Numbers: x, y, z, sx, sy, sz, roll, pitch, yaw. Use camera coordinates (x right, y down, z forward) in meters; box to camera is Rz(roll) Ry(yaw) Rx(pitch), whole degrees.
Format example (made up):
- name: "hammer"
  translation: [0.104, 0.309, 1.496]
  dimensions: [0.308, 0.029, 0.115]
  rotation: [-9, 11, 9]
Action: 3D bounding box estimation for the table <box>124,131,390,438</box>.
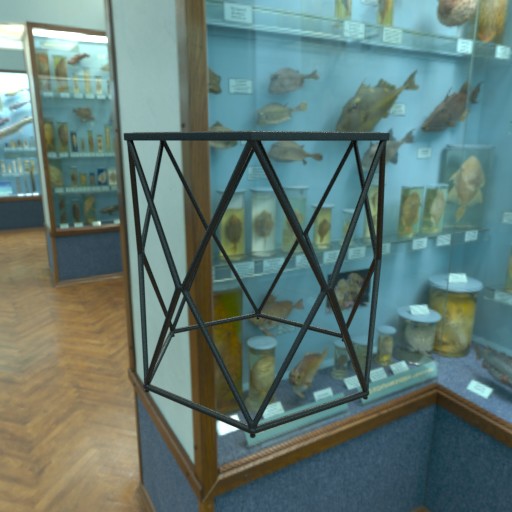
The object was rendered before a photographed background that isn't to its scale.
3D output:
- name: "table"
  translation: [0.000, 0.000, 1.057]
  dimensions: [0.578, 0.564, 0.579]
  rotation: [-8, 17, -27]
